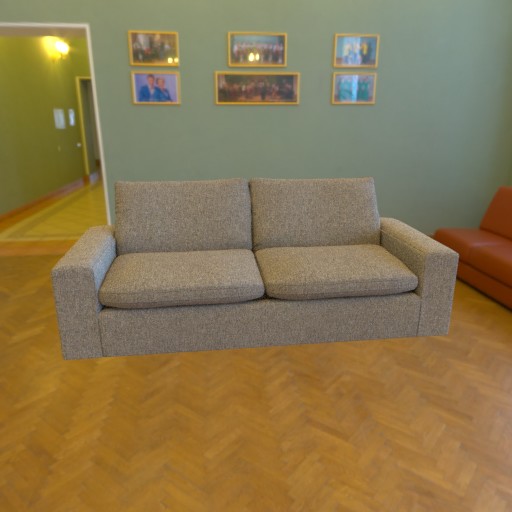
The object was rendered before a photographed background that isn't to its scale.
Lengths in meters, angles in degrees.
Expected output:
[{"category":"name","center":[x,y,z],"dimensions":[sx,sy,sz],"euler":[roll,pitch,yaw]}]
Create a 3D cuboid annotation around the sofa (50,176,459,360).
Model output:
[{"category":"sofa","center":[0.000,0.000,2.916],"dimensions":[2.299,0.922,1.040],"euler":[-2,17,-7]}]
